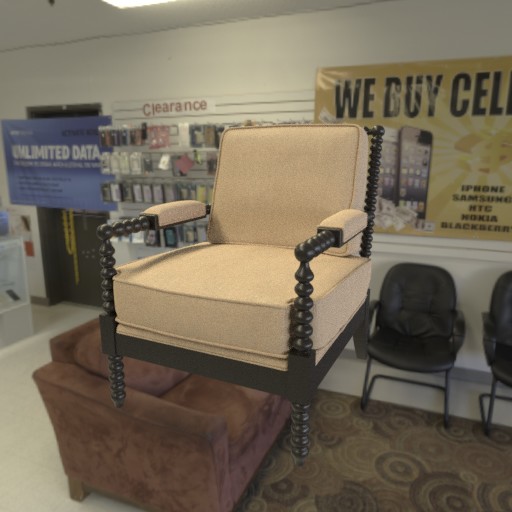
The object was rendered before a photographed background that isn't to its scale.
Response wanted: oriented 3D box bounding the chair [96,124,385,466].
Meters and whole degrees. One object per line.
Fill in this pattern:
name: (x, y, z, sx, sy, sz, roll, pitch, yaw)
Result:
chair: (0.000, 0.000, 1.191, 0.555, 0.703, 0.657, 6, 15, 25)
